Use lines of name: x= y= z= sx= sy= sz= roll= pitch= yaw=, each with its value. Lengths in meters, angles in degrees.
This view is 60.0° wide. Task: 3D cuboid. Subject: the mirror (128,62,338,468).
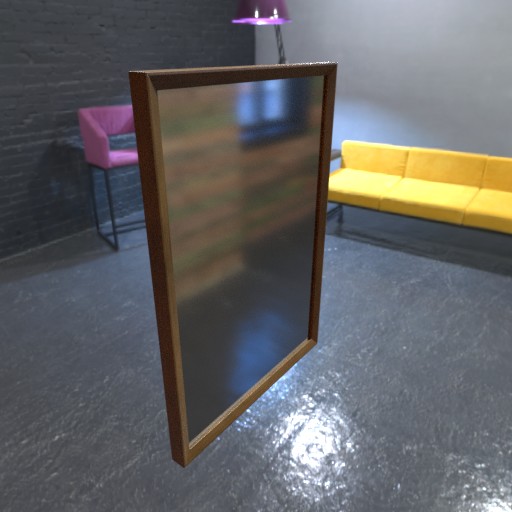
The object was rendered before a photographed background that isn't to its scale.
mirror: x=0.000 y=0.000 z=0.900 sx=0.039 sy=0.711 sz=0.508 roll=18 pitch=31 yaw=34
